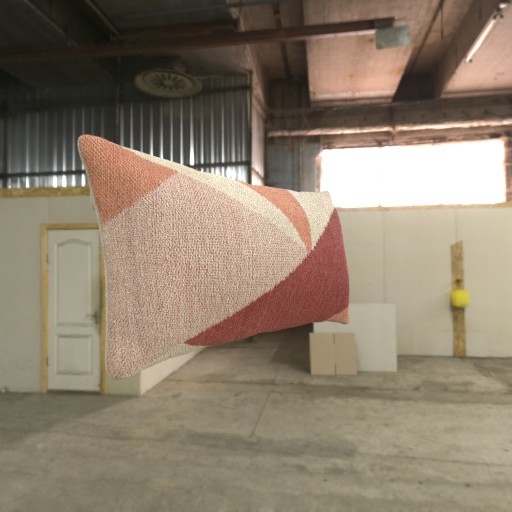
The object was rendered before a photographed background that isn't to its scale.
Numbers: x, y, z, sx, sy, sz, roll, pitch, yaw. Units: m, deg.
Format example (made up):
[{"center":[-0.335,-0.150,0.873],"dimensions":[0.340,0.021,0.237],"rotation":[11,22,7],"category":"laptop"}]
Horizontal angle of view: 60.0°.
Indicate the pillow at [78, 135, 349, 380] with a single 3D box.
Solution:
[{"center":[0.000,0.000,0.735],"dimensions":[0.155,0.292,0.609],"rotation":[0,0,37],"category":"pillow"}]
